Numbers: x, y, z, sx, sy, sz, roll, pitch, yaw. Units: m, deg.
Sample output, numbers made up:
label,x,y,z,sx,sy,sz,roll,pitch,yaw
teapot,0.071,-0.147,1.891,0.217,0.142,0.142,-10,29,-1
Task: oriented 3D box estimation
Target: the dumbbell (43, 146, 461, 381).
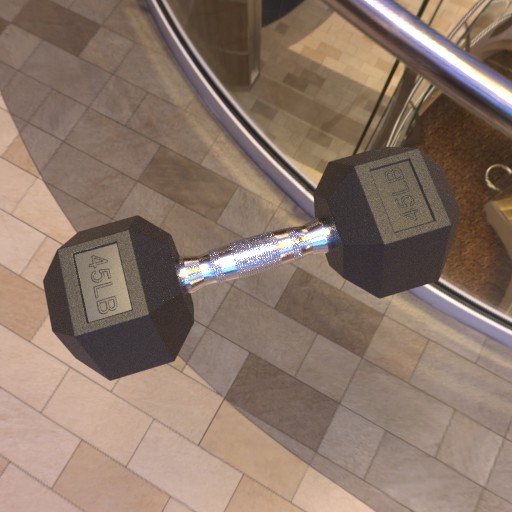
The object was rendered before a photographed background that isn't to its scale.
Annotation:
label,x,y,z,sx,sy,sz,roll,pitch,yaw
dumbbell,0.000,0.000,0.411,0.356,0.123,0.141,-16,76,-4
